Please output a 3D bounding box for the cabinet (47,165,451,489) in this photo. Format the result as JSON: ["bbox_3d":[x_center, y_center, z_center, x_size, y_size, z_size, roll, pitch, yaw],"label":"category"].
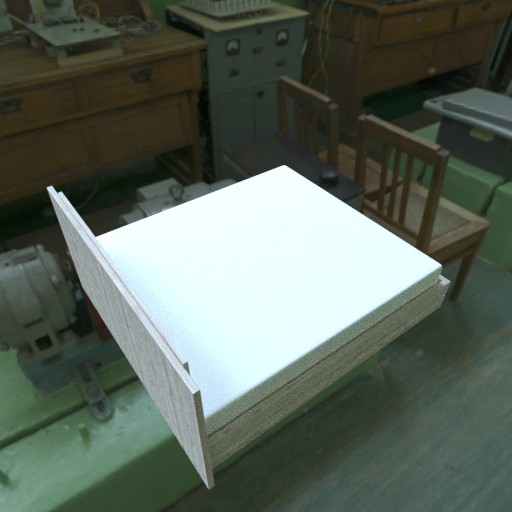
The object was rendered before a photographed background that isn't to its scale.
[{"bbox_3d":[0.000,0.000,3.178,2.080,0.970,1.950,-26,47,-27],"label":"cabinet"}]
